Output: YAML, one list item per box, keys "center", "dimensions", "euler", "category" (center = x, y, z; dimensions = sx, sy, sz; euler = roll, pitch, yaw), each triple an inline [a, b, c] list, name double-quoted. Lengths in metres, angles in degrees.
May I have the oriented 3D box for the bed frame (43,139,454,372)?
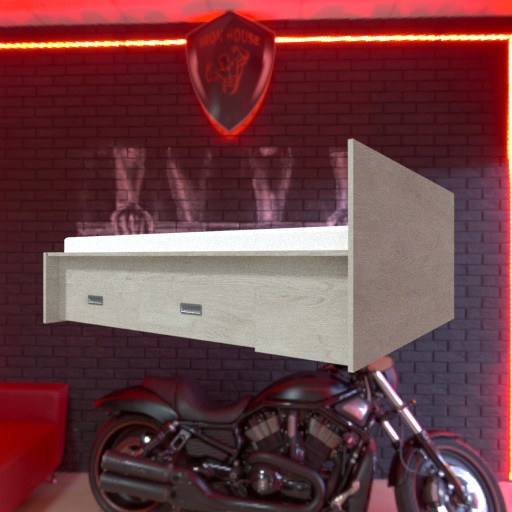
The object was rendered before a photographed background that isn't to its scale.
- center: [0.000, 0.000, 2.742]
  dimensions: [1.960, 0.800, 1.622]
  euler: [0, 0, 35]
  category: "bed frame"
